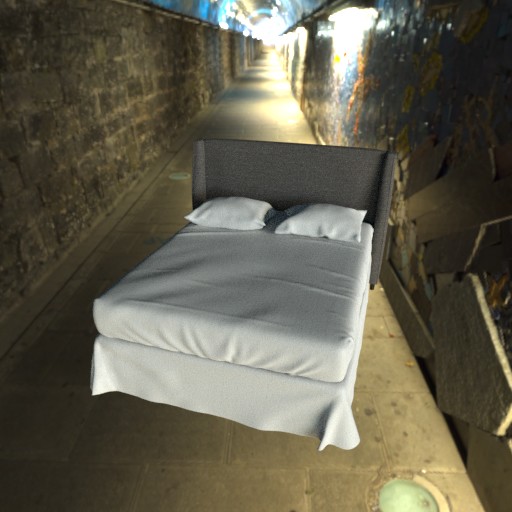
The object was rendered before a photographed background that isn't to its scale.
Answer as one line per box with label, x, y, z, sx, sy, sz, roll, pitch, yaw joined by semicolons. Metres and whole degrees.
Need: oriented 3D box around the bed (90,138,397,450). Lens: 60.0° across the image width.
bed;0.000;0.000;3.487;1.925;1.332;2.276;8;27;15
